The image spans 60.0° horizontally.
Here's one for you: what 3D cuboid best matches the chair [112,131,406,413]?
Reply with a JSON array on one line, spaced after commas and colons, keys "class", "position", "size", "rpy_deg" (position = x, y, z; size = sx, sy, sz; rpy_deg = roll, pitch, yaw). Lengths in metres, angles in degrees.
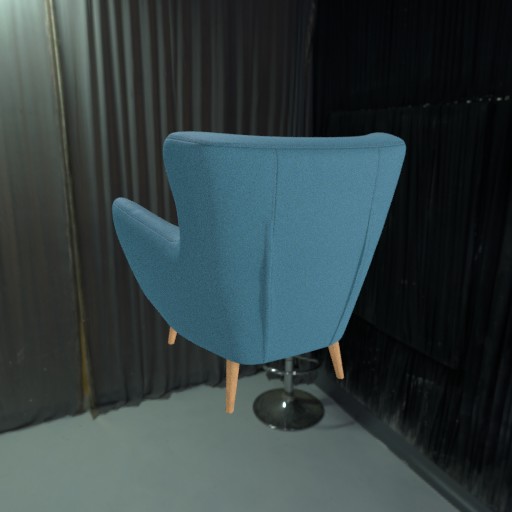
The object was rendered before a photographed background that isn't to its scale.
[{"class": "chair", "position": [0.000, 0.000, 1.661], "size": [0.890, 0.889, 0.889], "rpy_deg": [-8, 17, -27]}]
